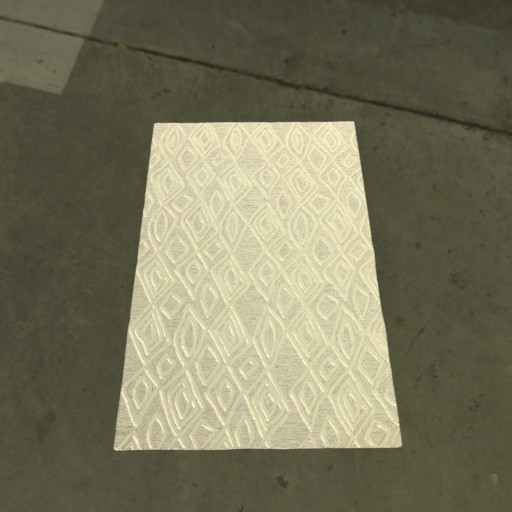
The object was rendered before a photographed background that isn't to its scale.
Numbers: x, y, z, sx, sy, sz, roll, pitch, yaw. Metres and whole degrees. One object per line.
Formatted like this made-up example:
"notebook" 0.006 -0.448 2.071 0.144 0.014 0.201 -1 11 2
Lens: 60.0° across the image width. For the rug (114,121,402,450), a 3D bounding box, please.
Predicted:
"rug" 0.000 0.000 2.286 1.224 0.016 1.832 -1 63 0
